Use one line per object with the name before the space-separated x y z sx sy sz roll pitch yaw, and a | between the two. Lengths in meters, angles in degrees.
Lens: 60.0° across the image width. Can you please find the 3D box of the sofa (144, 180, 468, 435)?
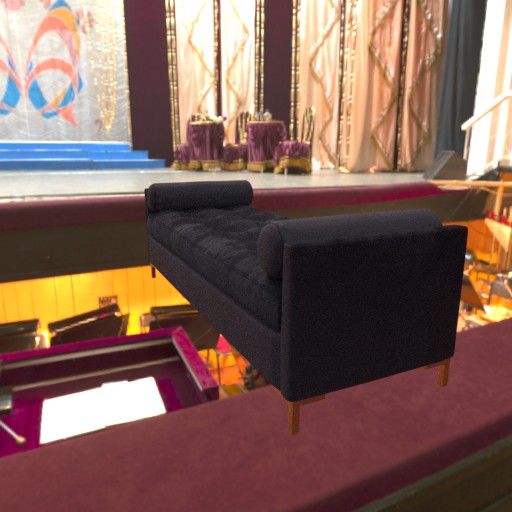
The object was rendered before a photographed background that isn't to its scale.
sofa | 0.000 0.000 2.464 0.796 0.705 2.102 -7 15 -25
